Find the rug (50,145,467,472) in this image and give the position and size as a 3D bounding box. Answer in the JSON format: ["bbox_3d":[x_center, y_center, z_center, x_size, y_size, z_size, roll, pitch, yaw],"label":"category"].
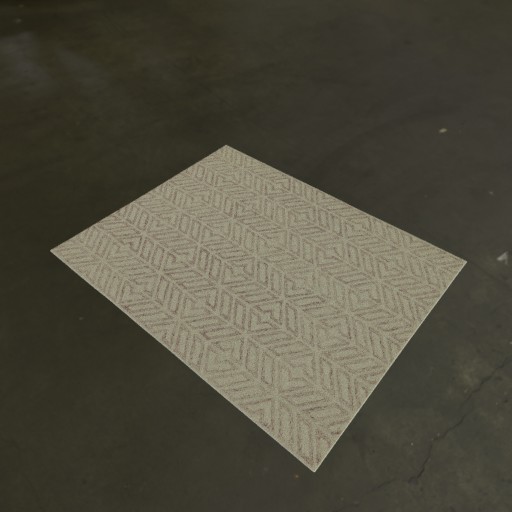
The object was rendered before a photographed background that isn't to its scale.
[{"bbox_3d":[0.000,0.000,4.134,3.045,0.008,2.421,32,54,27],"label":"rug"}]
